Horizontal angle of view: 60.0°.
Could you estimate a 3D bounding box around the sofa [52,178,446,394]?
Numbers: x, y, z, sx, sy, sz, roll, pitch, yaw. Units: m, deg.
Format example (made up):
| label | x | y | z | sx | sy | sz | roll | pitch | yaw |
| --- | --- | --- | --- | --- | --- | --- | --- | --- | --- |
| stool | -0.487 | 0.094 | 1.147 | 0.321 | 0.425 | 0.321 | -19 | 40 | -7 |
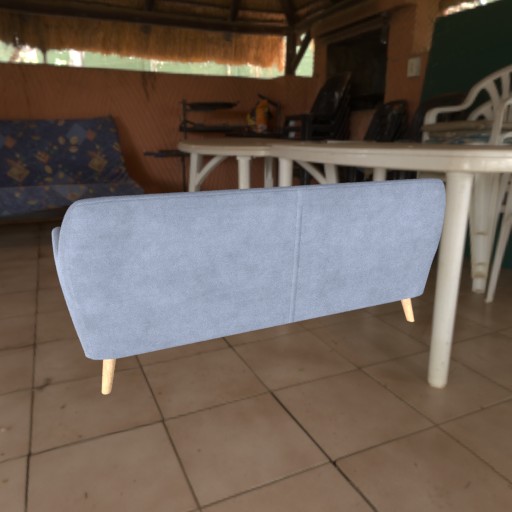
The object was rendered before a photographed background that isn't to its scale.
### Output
| label | x | y | z | sx | sy | sz | roll | pitch | yaw |
| --- | --- | --- | --- | --- | --- | --- | --- | --- | --- |
| sofa | 0.000 | 0.000 | 2.391 | 1.970 | 0.830 | 0.830 | -7 | 17 | -25 |
